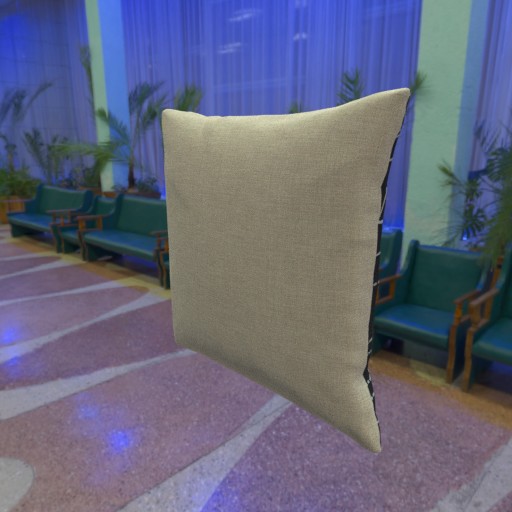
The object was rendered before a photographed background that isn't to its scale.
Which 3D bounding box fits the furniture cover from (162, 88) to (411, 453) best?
[{"bbox_3d":[0.000,0.000,0.765,0.158,0.508,0.517,-14,20,-43],"label":"furniture cover"}]
